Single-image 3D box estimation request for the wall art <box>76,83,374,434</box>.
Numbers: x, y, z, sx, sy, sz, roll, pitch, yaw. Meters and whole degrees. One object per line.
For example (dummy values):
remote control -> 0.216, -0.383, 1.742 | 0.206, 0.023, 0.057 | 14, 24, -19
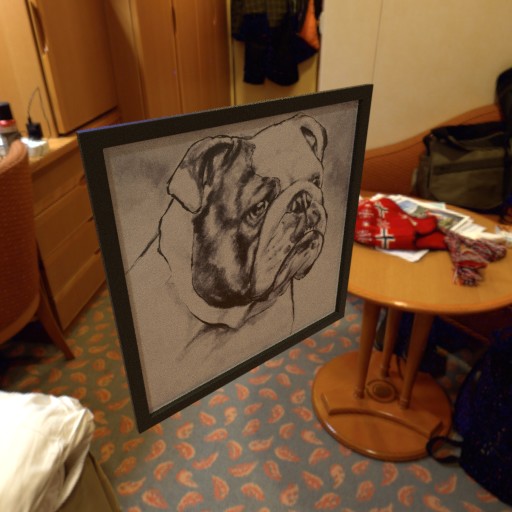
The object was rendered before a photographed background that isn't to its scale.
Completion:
wall art -> 0.000, 0.000, 0.987 | 0.663, 0.659, 0.016 | -22, 37, -32
